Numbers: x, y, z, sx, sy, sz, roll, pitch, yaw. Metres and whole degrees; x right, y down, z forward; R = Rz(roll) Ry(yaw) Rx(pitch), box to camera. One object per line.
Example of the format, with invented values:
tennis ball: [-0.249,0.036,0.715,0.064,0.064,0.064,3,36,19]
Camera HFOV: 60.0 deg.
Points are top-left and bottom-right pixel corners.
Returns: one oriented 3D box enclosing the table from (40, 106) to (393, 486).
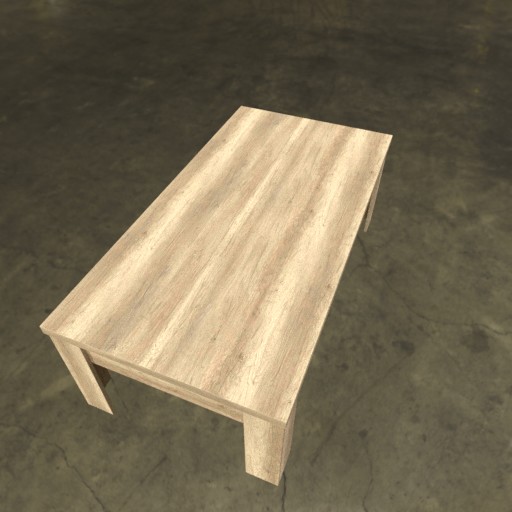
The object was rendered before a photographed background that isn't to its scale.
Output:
table: [0.000,0.000,1.695,0.700,0.460,1.350,16,47,15]
